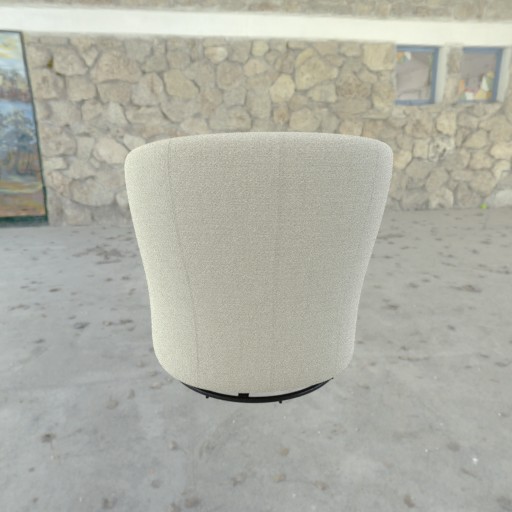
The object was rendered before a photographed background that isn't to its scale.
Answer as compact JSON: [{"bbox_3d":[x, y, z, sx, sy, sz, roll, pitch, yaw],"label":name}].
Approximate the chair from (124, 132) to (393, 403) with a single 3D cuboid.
[{"bbox_3d":[0.000,0.000,1.445,0.791,0.771,0.815,-2,15,-8],"label":"chair"}]
